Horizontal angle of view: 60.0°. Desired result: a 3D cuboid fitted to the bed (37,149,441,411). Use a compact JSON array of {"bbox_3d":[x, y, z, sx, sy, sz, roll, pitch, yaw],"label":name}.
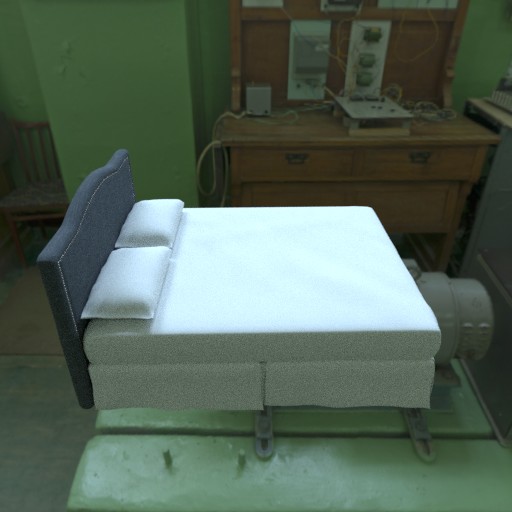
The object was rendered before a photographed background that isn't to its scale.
[{"bbox_3d":[0.000,0.000,3.860,2.689,1.457,2.161,-1,32,-1],"label":"bed"}]
